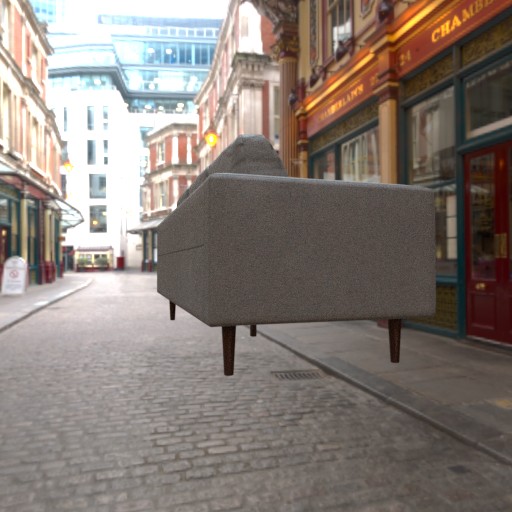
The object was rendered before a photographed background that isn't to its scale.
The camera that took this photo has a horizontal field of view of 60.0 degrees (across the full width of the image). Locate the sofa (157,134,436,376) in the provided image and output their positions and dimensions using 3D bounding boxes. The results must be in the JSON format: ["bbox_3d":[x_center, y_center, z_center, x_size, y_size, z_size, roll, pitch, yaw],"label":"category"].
[{"bbox_3d":[0.000,0.000,2.542,0.944,0.918,1.983,0,-1,-17],"label":"sofa"}]
